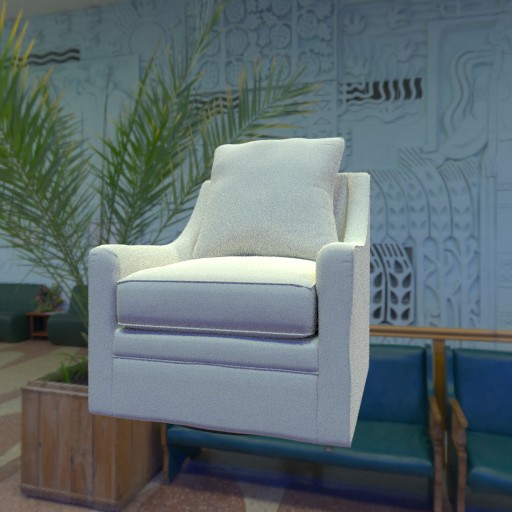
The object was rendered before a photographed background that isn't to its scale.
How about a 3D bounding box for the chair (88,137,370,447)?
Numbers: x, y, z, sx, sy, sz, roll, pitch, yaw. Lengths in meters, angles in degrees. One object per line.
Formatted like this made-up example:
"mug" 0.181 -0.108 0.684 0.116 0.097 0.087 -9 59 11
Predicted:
"chair" 0.000 0.000 1.573 0.756 0.965 0.876 0 1 17
